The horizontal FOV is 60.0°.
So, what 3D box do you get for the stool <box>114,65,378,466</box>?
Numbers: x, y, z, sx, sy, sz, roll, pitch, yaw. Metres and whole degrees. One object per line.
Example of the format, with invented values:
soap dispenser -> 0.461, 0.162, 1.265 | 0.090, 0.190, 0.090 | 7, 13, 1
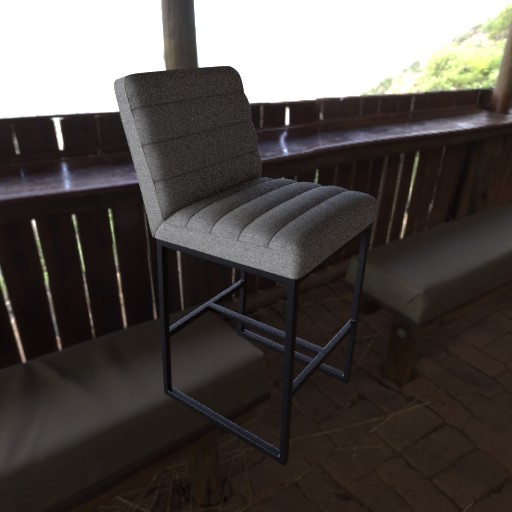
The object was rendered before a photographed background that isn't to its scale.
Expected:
stool -> 0.000, 0.000, 1.346 | 0.571, 1.034, 0.459 | 18, 32, 32
